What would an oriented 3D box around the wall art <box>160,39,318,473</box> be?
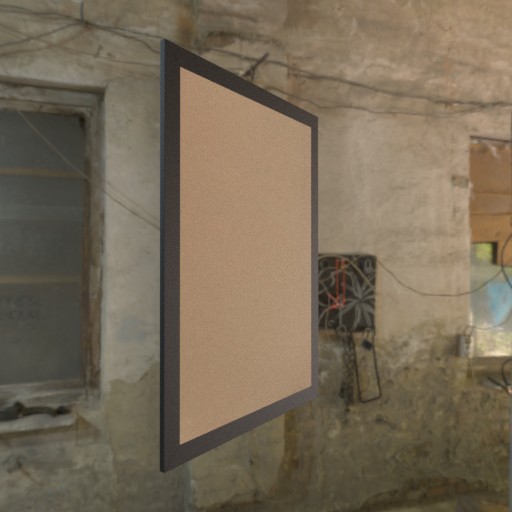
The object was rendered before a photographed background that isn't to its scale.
[{"bbox_3d":[0.000,0.000,0.693,0.008,0.530,0.379,0,-1,37],"label":"wall art"}]
